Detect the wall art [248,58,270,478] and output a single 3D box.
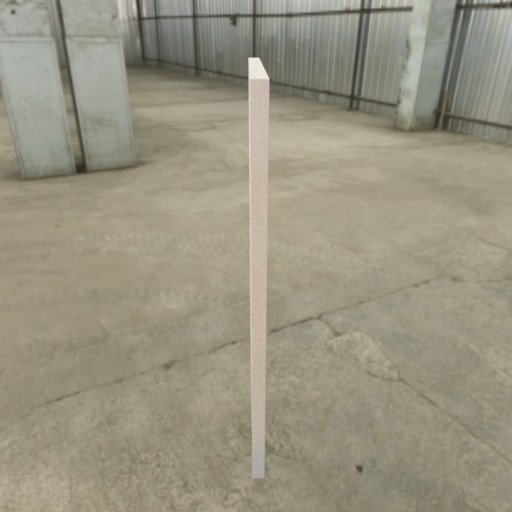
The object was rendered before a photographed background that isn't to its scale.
[{"bbox_3d":[0.000,0.000,1.443,0.038,1.143,0.764,0,27,-1],"label":"wall art"}]
